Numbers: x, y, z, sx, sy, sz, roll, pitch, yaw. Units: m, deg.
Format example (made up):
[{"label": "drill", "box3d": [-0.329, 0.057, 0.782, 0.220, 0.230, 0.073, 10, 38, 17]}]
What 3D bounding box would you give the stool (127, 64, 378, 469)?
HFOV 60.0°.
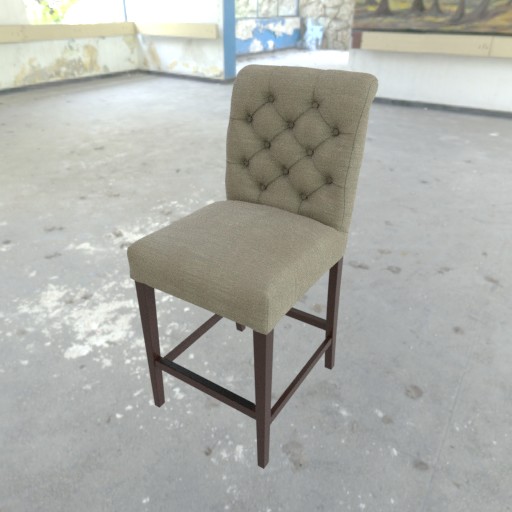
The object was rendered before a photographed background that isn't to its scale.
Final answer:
[{"label": "stool", "box3d": [0.000, 0.000, 1.446, 0.486, 1.084, 0.660, 18, 34, 28]}]
